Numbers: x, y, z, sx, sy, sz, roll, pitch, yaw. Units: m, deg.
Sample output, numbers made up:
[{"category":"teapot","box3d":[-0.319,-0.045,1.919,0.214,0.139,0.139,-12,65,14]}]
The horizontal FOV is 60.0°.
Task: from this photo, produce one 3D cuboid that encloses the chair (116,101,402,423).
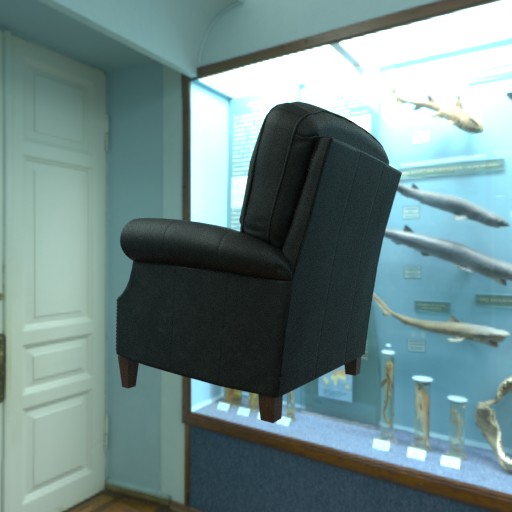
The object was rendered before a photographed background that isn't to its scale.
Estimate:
[{"category":"chair","box3d":[0.000,0.000,1.811,0.986,1.018,0.936,0,0,35]}]
